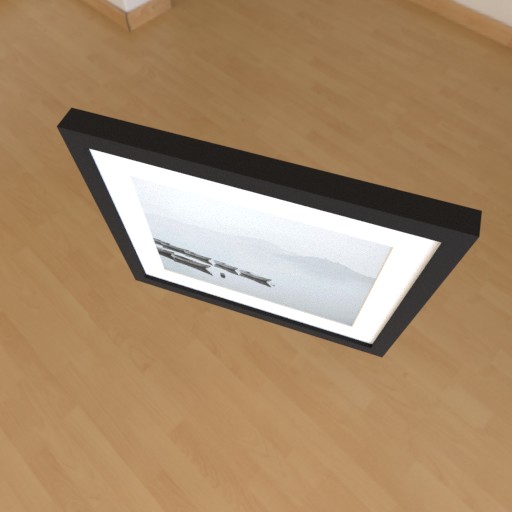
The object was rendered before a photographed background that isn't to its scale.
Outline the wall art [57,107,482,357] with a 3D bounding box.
[{"bbox_3d":[0.000,0.000,0.543,0.397,0.325,0.028,16,61,9],"label":"wall art"}]
